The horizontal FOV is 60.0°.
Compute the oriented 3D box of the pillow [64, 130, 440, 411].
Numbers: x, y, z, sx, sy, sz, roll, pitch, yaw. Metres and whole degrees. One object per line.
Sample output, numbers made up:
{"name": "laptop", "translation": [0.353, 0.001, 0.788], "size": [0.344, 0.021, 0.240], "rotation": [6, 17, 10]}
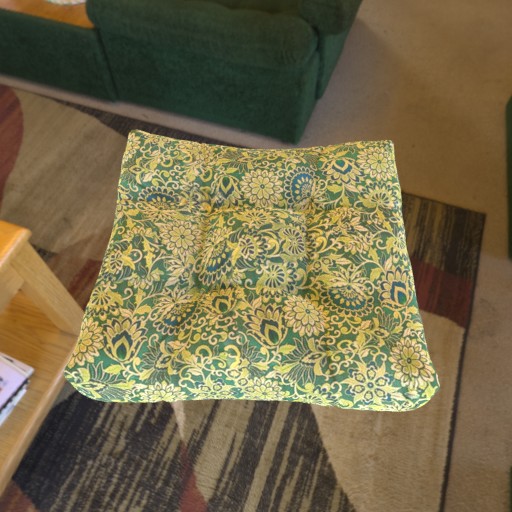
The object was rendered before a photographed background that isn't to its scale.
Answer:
{"name": "pillow", "translation": [0.000, 0.000, 0.714], "size": [0.490, 0.128, 0.468], "rotation": [2, 59, 1]}
